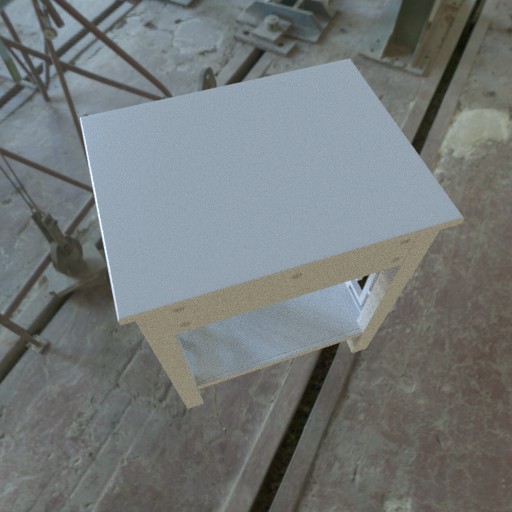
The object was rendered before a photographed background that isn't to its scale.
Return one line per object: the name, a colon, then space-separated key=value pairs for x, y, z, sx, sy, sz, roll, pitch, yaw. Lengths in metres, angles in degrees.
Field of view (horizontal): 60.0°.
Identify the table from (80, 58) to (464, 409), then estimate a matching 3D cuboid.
table: x=0.000 y=0.000 z=1.058 sx=0.564 sy=0.646 sz=0.451 roll=-16 pitch=60 yaw=-10
